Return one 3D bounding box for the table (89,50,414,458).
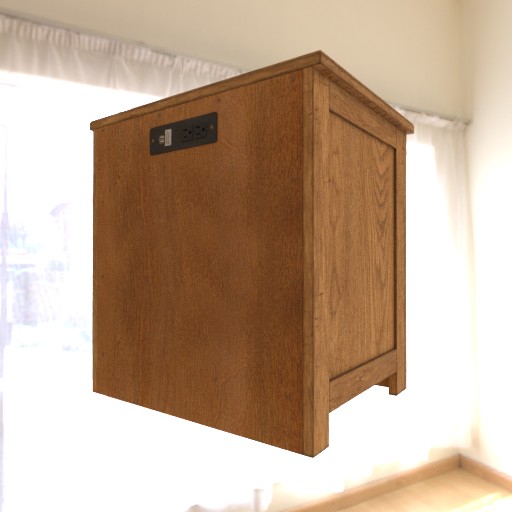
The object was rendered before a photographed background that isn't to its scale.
[{"bbox_3d":[0.000,0.000,1.046,0.601,0.625,0.494,0,0,36],"label":"table"}]
